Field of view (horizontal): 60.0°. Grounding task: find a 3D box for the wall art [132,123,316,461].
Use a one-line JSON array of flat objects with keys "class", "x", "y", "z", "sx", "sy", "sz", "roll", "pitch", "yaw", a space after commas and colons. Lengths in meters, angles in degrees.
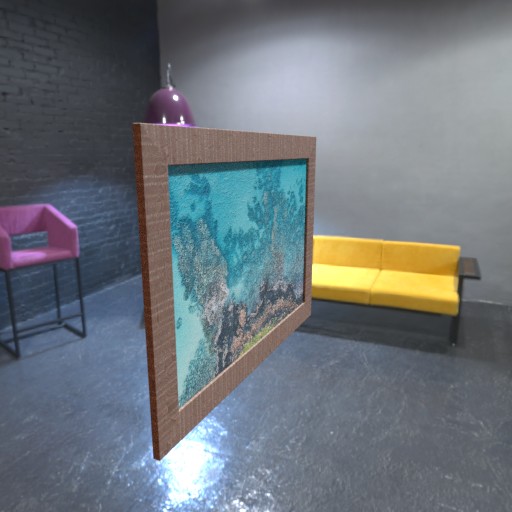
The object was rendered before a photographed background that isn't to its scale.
[{"class": "wall art", "x": 0.000, "y": 0.000, "z": 1.413, "sx": 0.020, "sy": 0.761, "sz": 1.056, "roll": 7, "pitch": 15, "yaw": 26}]
